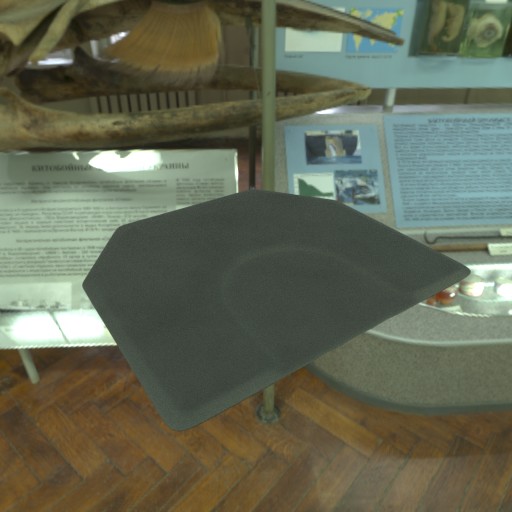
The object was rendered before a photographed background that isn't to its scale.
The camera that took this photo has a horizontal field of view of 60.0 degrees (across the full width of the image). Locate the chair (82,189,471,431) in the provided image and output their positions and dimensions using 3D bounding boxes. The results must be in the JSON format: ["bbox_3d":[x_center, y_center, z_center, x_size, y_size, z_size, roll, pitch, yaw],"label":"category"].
[{"bbox_3d":[0.000,0.000,1.920,1.372,0.024,1.219,-20,38,-29],"label":"chair"}]
